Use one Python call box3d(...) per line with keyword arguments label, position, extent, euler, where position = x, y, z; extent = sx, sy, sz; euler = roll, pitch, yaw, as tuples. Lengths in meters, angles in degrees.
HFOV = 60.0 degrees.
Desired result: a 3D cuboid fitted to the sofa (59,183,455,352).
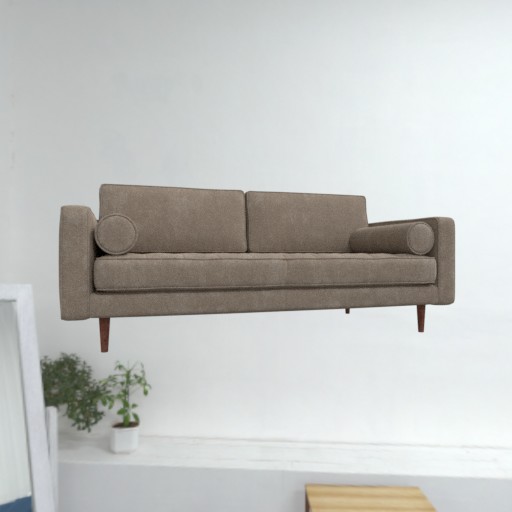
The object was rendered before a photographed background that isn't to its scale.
box3d(label="sofa", position=(0.000, 0.000, 2.365), extent=(1.883, 0.769, 0.920), euler=(0, 0, -18))
